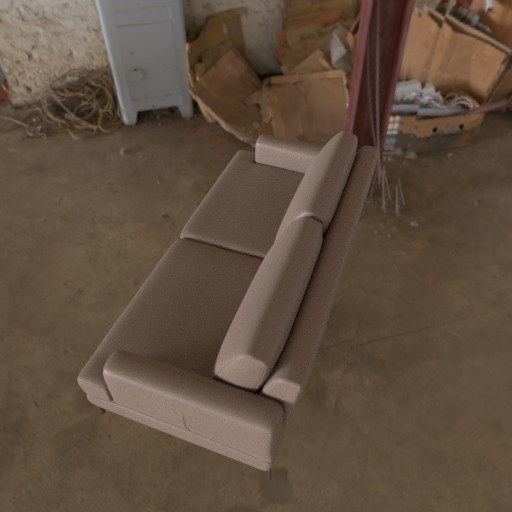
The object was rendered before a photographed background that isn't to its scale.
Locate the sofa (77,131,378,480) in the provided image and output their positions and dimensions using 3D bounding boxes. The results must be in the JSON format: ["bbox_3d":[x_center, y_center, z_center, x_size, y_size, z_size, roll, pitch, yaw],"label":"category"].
[{"bbox_3d":[0.000,0.000,2.419,0.974,0.765,1.940,15,48,14],"label":"sofa"}]
